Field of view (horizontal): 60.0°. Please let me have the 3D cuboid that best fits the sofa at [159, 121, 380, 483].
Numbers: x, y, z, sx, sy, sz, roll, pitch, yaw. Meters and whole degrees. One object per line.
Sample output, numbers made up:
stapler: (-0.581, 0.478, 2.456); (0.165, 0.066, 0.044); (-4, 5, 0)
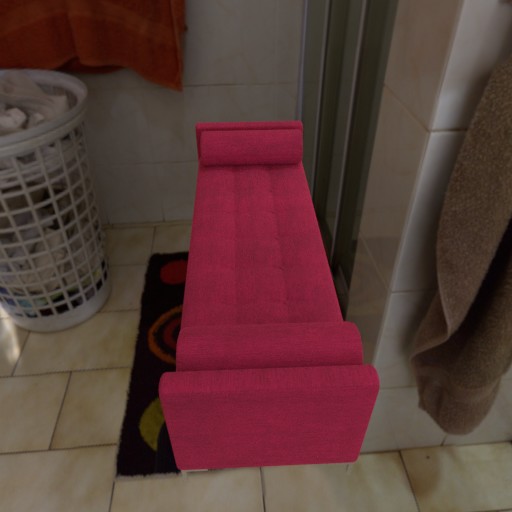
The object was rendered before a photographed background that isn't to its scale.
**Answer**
sofa: (0.000, 0.000, 2.288); (0.686, 0.635, 1.981); (-2, 40, -2)
